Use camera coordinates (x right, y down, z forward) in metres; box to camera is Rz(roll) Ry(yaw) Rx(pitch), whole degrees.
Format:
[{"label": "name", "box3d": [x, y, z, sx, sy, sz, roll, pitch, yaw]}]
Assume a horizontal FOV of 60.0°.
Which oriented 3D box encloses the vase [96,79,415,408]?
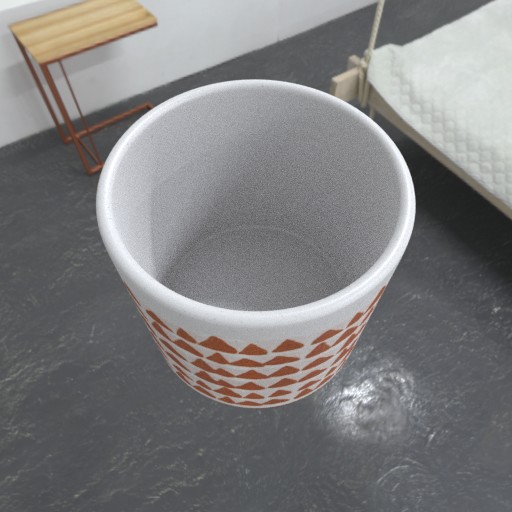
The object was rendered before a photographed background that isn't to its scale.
[{"label": "vase", "box3d": [0.000, 0.000, 0.244, 0.137, 0.127, 0.137, 0, 58, 0]}]
